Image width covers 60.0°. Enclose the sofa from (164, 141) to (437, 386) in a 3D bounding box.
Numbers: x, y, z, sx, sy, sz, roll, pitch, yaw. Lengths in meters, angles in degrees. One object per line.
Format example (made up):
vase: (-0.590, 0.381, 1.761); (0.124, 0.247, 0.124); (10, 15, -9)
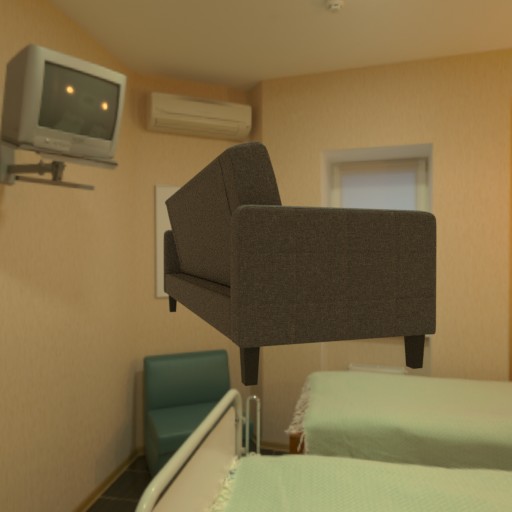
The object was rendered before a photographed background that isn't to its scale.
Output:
sofa: (0.000, 0.000, 2.512); (0.810, 0.850, 2.040); (0, 1, -19)
